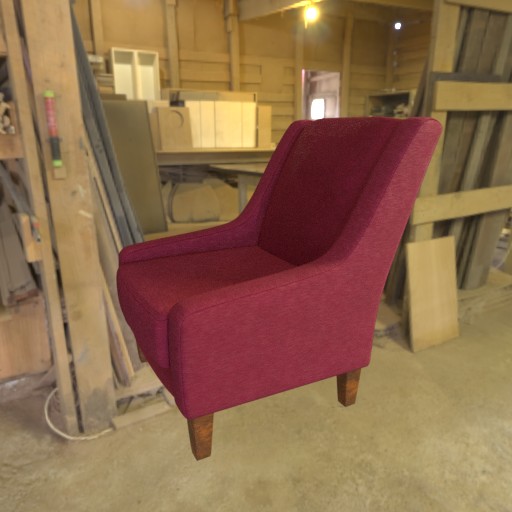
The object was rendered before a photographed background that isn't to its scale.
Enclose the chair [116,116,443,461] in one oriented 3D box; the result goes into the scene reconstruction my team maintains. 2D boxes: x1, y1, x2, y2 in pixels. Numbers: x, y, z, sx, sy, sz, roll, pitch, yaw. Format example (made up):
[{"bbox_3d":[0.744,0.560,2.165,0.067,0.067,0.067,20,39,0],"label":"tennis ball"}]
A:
[{"bbox_3d":[0.000,0.000,1.687,0.985,1.017,0.793,-9,18,-27],"label":"chair"}]
